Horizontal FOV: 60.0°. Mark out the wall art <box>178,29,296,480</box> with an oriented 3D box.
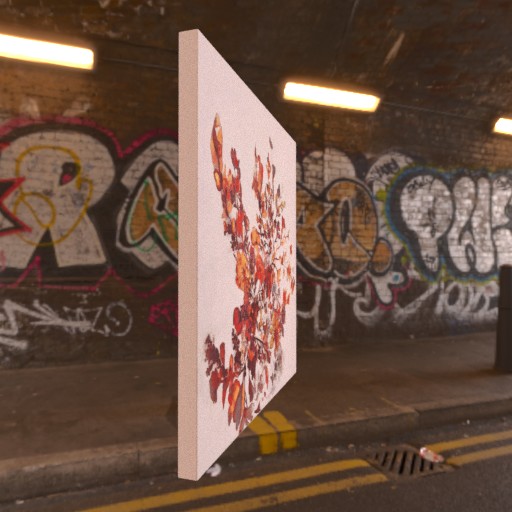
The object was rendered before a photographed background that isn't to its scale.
[{"bbox_3d":[0.000,0.000,1.475,0.049,1.009,1.009,0,-1,18],"label":"wall art"}]
